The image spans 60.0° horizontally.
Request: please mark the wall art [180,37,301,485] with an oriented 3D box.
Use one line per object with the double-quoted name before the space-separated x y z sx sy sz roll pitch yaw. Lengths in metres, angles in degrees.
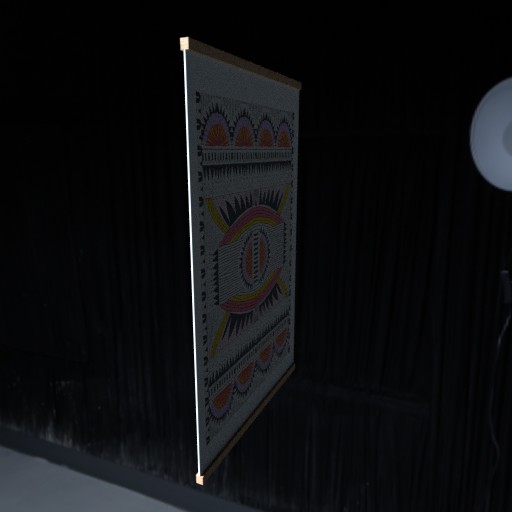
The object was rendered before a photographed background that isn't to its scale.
"wall art" 0.000 0.000 1.918 0.028 1.533 0.999 6 15 24
